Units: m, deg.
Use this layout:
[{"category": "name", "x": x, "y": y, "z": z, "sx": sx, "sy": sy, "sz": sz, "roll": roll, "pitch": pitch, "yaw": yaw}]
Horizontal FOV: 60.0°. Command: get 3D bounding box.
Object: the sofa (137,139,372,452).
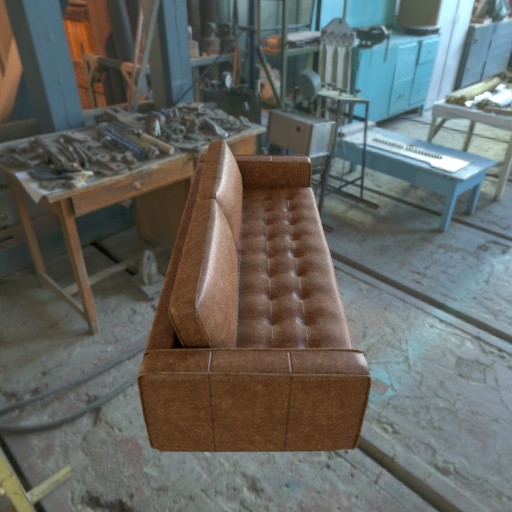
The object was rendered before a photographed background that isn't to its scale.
[{"category": "sofa", "x": 0.000, "y": 0.000, "z": 2.591, "sx": 0.886, "sy": 0.779, "sz": 2.199, "roll": 0, "pitch": 34, "yaw": 0}]
